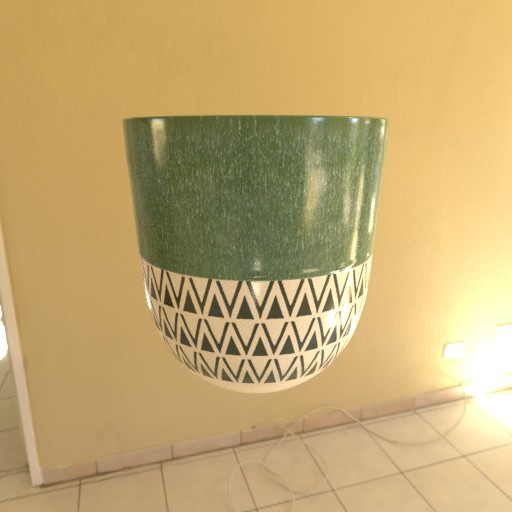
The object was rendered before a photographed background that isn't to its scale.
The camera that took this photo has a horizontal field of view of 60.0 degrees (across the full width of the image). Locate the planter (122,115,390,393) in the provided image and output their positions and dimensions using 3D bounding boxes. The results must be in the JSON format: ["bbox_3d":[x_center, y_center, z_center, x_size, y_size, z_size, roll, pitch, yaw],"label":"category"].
[{"bbox_3d":[0.000,0.000,0.364,0.195,0.214,0.195,0,16,0],"label":"planter"}]
